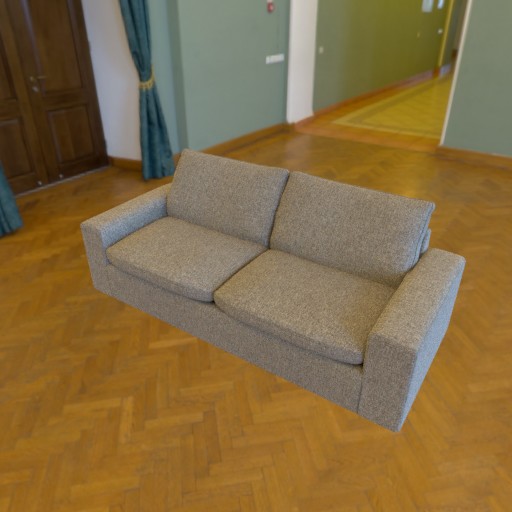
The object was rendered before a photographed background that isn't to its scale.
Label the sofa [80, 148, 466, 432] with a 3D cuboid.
[{"bbox_3d":[0.000,0.000,2.846,2.299,0.922,1.040,19,35,29],"label":"sofa"}]
